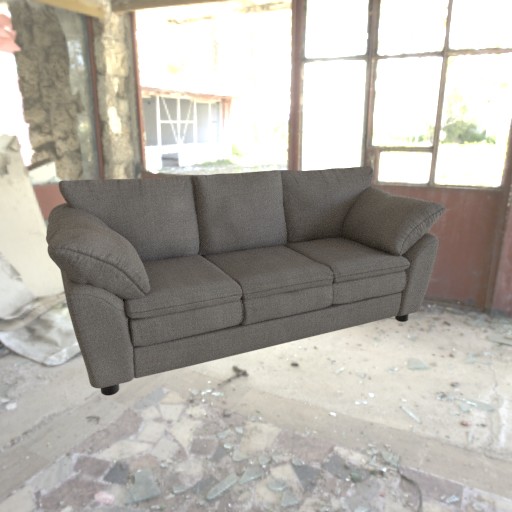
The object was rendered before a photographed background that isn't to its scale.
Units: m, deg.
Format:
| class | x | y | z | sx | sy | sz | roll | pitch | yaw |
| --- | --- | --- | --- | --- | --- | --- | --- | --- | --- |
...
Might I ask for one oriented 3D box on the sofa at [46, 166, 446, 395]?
| class | x | y | z | sx | sy | sz | roll | pitch | yaw |
| --- | --- | --- | --- | --- | --- | --- | --- | --- | --- |
| sofa | 0.000 | 0.000 | 2.765 | 2.334 | 0.996 | 0.878 | -8 | 18 | -25 |
